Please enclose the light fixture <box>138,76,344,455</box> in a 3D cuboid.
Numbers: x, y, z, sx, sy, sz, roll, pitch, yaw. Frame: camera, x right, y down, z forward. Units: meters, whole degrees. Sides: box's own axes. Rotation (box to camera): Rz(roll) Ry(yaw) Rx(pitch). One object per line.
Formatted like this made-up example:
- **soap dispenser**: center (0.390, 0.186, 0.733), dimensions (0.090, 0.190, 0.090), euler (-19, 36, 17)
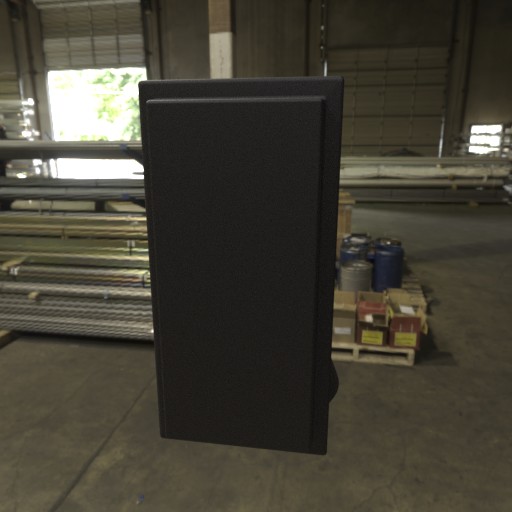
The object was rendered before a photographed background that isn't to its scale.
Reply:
- **light fixture**: center (0.000, 0.000, 0.425), dimensions (0.170, 0.298, 0.207), euler (2, 15, 9)
